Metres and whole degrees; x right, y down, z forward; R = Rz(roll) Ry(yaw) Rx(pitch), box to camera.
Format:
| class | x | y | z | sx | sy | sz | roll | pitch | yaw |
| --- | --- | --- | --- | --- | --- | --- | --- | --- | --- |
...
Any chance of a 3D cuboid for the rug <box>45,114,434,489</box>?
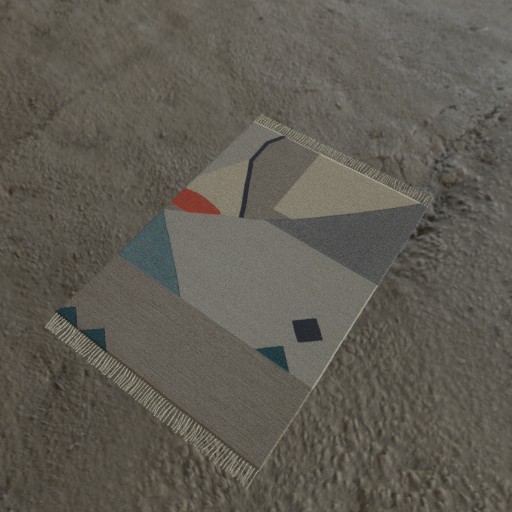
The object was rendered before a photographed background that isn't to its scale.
| class | x | y | z | sx | sy | sz | roll | pitch | yaw |
| --- | --- | --- | --- | --- | --- | --- | --- | --- | --- |
| rug | 0.000 | 0.000 | 2.336 | 1.220 | 0.005 | 1.828 | 31 | 63 | 18 |
